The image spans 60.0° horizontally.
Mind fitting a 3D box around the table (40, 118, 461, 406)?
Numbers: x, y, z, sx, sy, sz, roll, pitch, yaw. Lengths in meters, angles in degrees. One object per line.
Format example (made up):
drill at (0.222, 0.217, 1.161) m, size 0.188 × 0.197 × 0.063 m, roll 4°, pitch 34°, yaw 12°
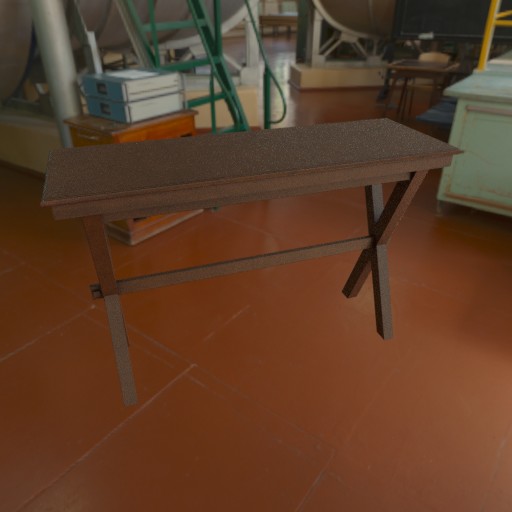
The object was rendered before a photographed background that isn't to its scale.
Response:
table at (0.000, 0.000, 1.549) m, size 1.197 × 0.763 × 0.399 m, roll -10°, pitch 33°, yaw -16°
